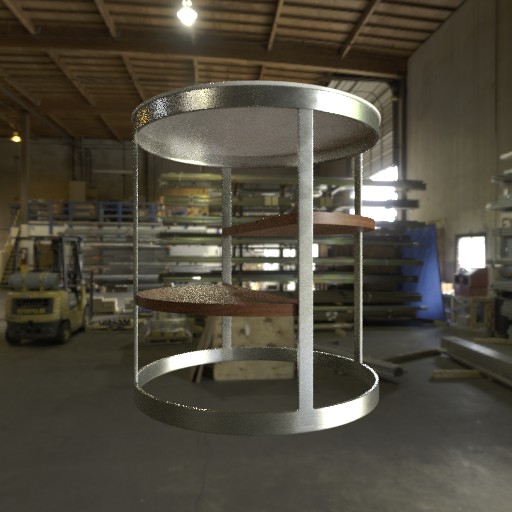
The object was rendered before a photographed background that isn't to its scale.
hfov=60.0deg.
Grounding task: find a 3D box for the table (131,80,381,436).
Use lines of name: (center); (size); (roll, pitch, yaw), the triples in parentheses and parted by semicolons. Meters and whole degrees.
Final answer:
table: (0.000, 0.000, 0.752); (0.407, 0.447, 0.407); (0, 0, 0)
